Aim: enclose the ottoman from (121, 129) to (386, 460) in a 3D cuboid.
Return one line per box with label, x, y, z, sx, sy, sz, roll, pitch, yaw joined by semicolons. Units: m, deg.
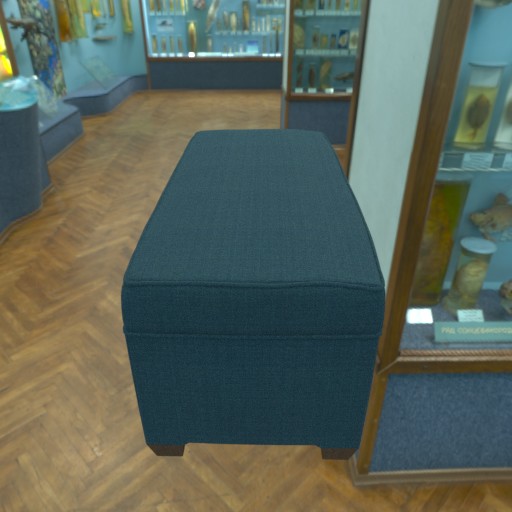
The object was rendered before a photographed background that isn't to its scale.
ottoman;0.000;0.000;1.203;0.474;0.474;0.943;1;30;1
